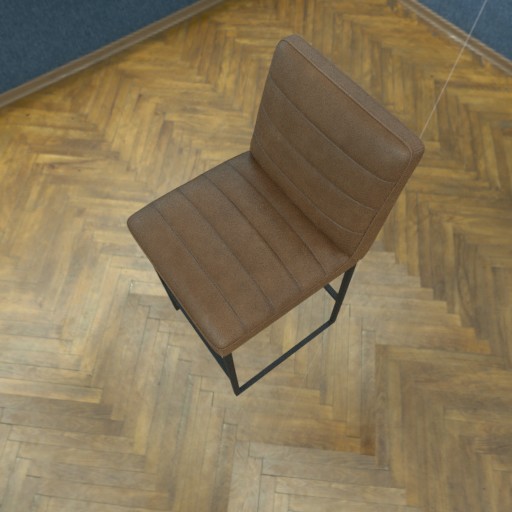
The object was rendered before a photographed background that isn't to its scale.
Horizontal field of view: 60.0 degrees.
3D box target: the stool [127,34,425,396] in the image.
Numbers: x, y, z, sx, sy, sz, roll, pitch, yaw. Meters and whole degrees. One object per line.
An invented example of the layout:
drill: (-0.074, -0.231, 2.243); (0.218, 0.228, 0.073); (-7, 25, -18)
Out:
stool: (0.000, 0.000, 1.335); (0.556, 1.040, 0.458); (-34, 68, -16)
